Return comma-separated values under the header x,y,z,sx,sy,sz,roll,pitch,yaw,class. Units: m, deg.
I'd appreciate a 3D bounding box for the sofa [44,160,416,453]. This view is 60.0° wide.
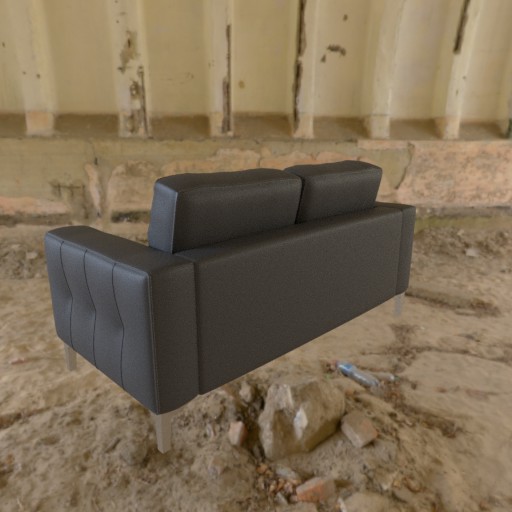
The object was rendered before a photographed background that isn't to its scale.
x,y,z,sx,sy,sz,roll,pitch,yaw,class
0.000,0.000,2.181,1.726,0.893,0.833,-15,22,-43,sofa
